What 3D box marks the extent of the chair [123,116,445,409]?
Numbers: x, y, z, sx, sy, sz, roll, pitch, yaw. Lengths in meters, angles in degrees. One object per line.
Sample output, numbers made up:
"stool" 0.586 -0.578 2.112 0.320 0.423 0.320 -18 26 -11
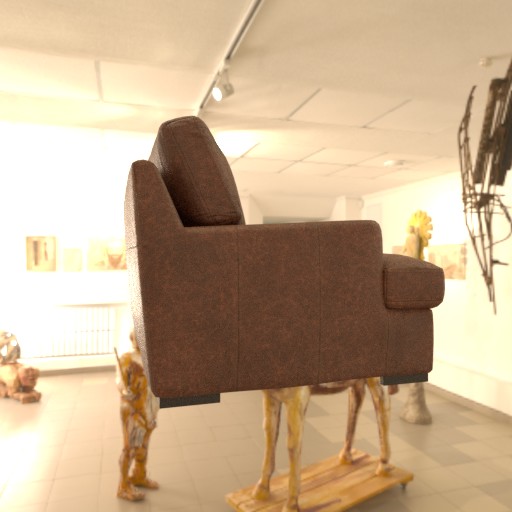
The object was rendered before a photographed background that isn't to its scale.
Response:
"chair" 0.000 0.000 2.009 1.143 0.939 1.168 0 0 -18
